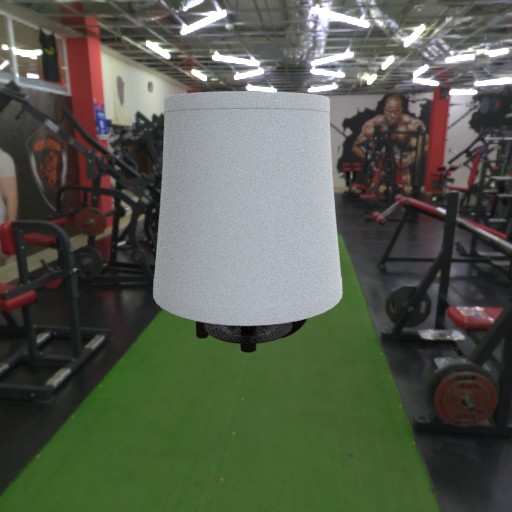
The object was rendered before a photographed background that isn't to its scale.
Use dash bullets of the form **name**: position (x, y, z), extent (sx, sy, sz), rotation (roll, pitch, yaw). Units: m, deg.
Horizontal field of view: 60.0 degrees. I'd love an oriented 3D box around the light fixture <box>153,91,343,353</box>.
- **light fixture**: position (0.000, 0.000, 0.264), extent (0.100, 0.172, 0.157), rotation (2, 15, 8)
